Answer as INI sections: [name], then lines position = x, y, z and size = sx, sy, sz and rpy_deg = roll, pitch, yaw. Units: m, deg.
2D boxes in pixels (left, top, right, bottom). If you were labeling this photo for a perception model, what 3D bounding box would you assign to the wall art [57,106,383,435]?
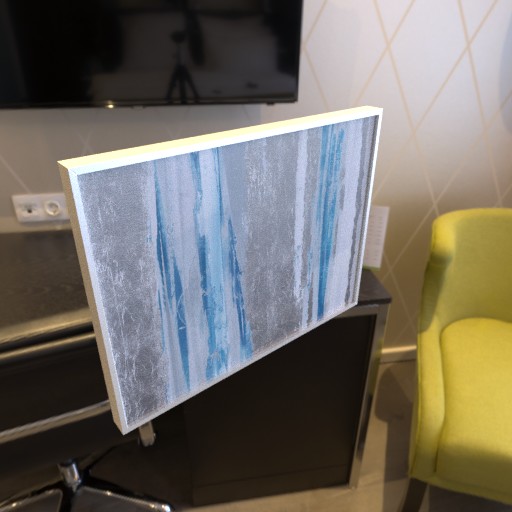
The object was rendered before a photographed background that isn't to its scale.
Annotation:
[wall art]
position = 0.000, 0.000, 1.422
size = 1.056, 0.801, 0.066
rpy_deg = -21, 35, -34
